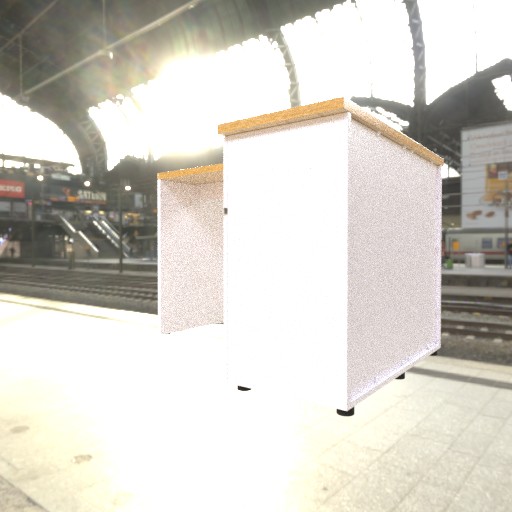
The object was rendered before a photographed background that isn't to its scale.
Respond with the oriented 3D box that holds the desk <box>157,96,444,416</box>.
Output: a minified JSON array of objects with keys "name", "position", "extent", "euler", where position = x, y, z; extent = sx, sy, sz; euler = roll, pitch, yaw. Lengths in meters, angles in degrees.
[{"name":"desk","position":[0.000,0.000,1.735],"extent":[1.170,0.760,0.900],"euler":[1,1,37]}]
